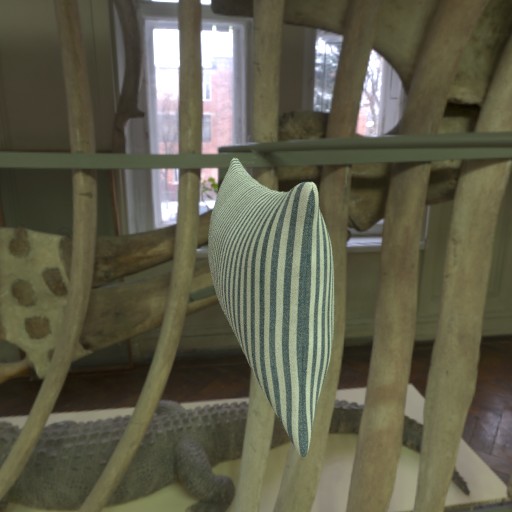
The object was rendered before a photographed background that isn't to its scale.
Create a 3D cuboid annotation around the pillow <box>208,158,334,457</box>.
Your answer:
[{"bbox_3d":[0.000,0.000,0.728,0.151,0.295,0.617,-2,15,-9],"label":"pillow"}]
